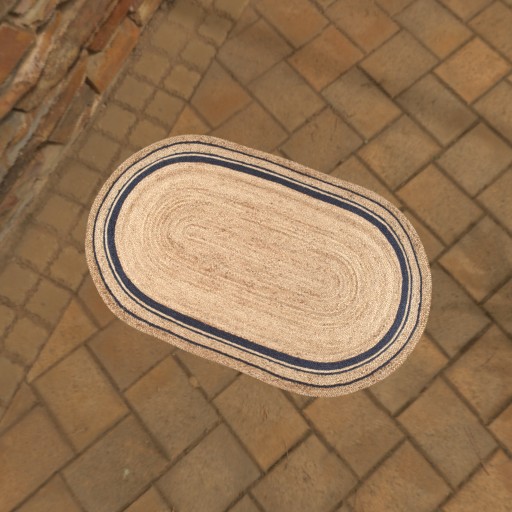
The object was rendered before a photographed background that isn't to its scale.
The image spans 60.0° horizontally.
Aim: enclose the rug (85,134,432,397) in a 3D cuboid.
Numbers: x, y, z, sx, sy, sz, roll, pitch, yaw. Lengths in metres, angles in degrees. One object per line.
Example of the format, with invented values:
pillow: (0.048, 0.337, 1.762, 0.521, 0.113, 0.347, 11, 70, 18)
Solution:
rug: (0.000, 0.000, 3.045, 2.432, 0.006, 1.520, 20, 76, 5)
